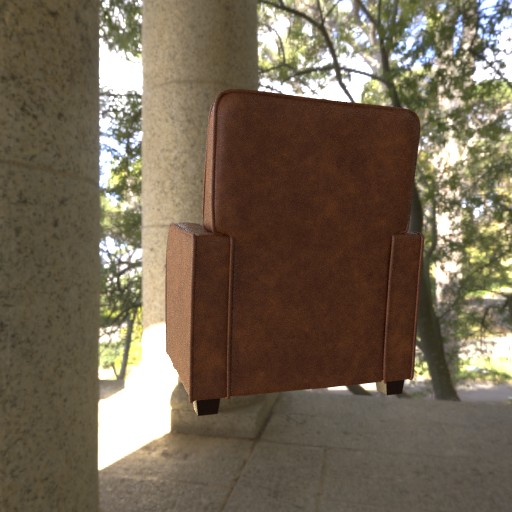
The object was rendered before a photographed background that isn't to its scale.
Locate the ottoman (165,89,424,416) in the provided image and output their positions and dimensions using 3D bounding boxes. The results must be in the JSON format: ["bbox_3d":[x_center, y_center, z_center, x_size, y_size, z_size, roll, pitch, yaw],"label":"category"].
[{"bbox_3d":[0.000,0.000,1.850,0.732,0.904,1.314,0,0,-17],"label":"ottoman"}]
